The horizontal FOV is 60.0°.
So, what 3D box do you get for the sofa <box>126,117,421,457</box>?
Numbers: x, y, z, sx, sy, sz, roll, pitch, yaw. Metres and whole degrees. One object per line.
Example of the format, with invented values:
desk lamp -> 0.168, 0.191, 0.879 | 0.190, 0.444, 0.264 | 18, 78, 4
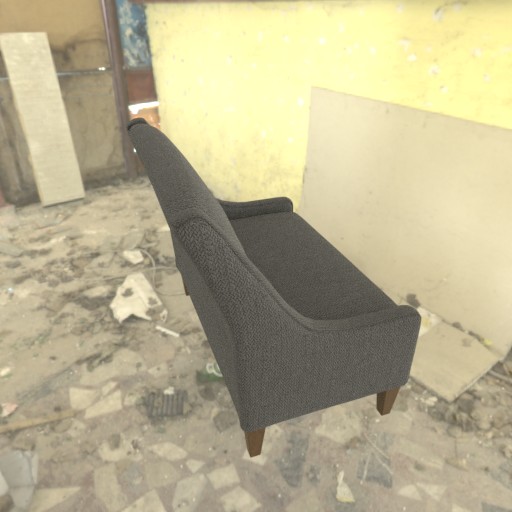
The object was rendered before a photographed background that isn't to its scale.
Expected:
sofa -> 0.000, 0.000, 1.951 | 0.873, 1.022, 1.242 | -10, 31, -17
